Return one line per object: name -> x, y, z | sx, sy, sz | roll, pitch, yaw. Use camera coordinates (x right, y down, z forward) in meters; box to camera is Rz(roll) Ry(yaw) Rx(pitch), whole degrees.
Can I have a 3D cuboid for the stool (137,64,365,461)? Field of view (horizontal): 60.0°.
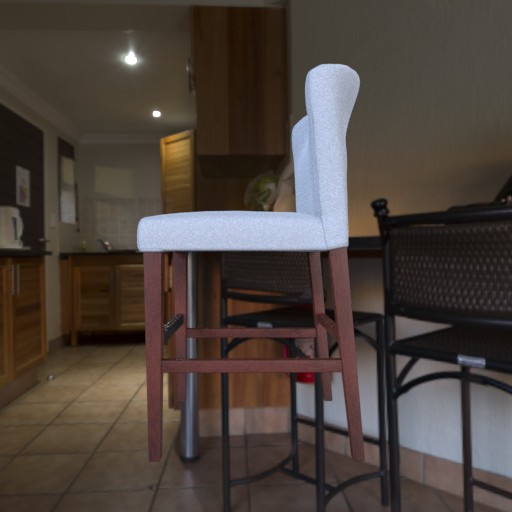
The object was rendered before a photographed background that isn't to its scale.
stool -> 0.000, 0.000, 1.261 | 0.568, 0.968, 0.479 | 0, 1, -1
